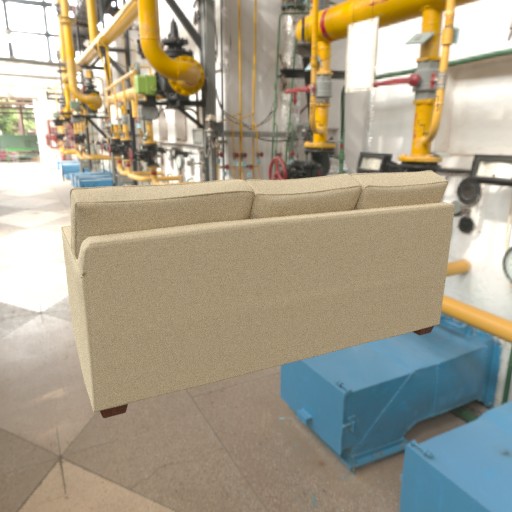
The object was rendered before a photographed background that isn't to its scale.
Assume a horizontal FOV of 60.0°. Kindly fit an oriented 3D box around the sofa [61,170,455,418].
[{"bbox_3d":[0.000,0.000,2.516,1.963,0.946,1.034,-7,17,-26],"label":"sofa"}]
